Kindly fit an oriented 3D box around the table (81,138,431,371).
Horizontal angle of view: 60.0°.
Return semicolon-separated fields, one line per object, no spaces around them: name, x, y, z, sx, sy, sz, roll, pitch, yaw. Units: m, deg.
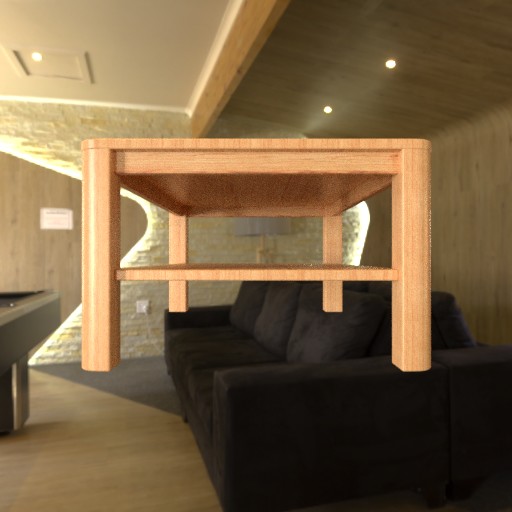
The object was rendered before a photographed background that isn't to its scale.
table;0.000;0.000;1.344;0.696;0.445;0.997;0;0;0
